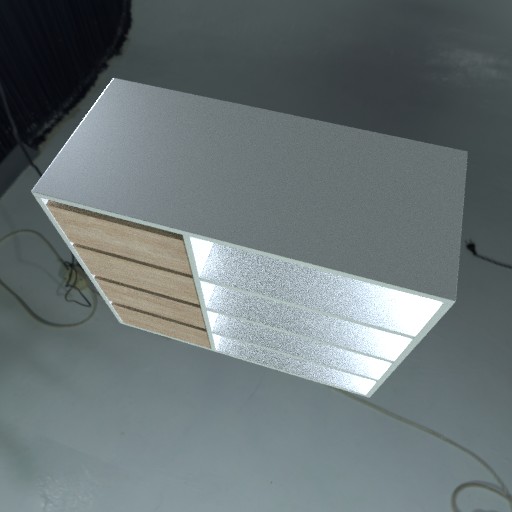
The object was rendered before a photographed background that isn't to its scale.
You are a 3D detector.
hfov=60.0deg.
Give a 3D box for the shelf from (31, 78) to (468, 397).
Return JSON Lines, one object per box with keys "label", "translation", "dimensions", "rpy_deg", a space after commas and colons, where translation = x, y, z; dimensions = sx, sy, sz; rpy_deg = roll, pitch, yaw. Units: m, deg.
{"label": "shelf", "translation": [0.000, 0.000, 1.300], "dimensions": [0.895, 0.732, 0.396], "rpy_deg": [15, 60, 9]}
